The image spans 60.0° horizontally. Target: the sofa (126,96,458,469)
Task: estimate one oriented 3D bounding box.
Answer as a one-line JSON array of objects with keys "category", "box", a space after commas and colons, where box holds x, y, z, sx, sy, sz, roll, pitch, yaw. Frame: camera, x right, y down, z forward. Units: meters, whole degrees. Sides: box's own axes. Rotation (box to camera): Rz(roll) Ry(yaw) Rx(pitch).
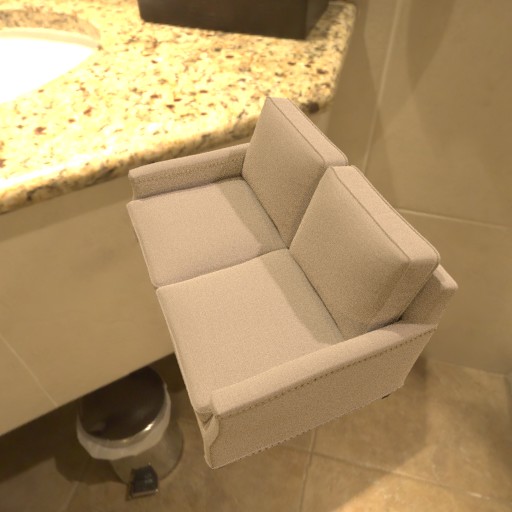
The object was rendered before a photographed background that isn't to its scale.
[{"category": "sofa", "box": [0.000, 0.000, 2.276, 1.084, 1.003, 1.597, -17, 49, -15]}]
